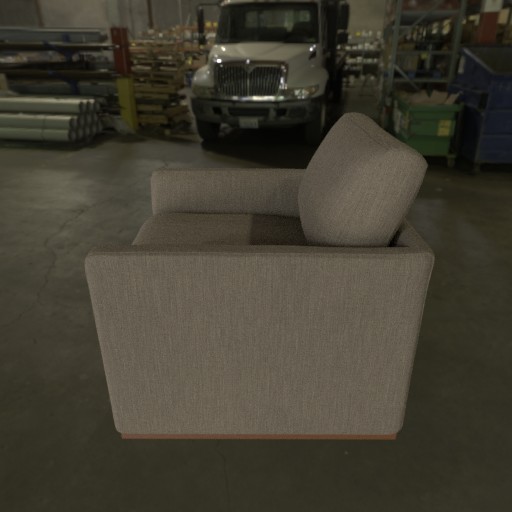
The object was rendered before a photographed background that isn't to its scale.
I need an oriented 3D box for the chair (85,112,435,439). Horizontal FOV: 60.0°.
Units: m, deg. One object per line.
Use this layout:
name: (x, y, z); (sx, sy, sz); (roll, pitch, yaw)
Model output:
chair: (0.000, 0.000, 1.417); (0.834, 0.811, 0.763); (0, 26, 0)
